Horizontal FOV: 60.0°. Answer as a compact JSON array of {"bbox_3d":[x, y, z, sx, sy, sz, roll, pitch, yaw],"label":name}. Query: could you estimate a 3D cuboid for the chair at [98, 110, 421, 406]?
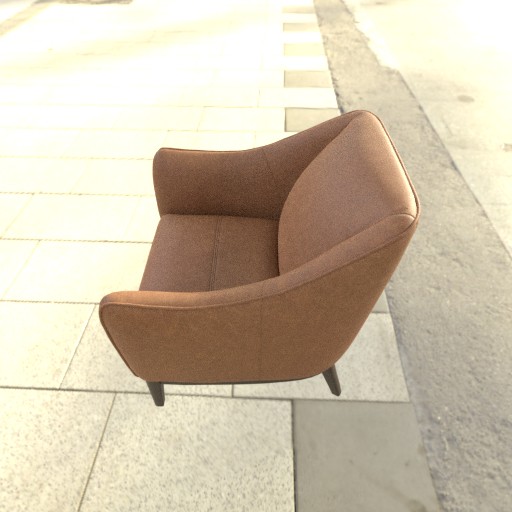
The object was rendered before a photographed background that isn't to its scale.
[{"bbox_3d":[0.000,0.000,1.586,0.852,0.830,0.871,0,41,0],"label":"chair"}]
